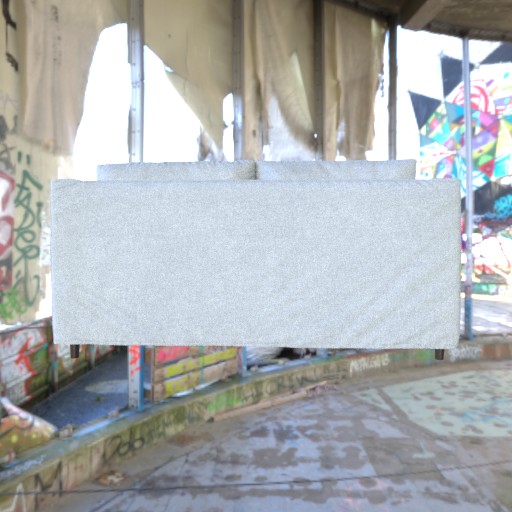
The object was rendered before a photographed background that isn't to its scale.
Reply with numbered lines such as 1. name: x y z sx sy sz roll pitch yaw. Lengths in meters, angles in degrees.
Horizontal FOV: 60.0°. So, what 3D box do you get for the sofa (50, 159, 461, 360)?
1. sofa: 0.000 0.000 2.651 2.010 1.018 1.072 0 0 1
